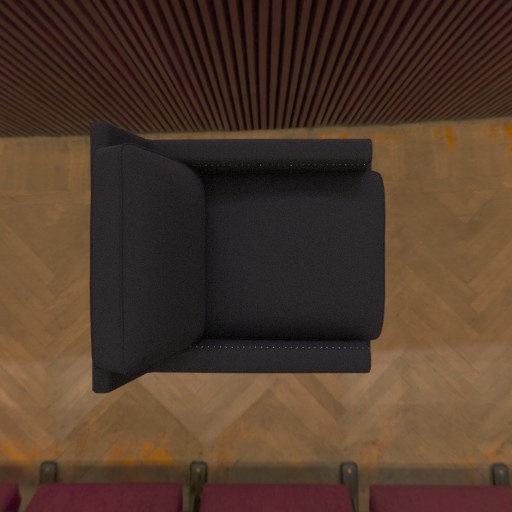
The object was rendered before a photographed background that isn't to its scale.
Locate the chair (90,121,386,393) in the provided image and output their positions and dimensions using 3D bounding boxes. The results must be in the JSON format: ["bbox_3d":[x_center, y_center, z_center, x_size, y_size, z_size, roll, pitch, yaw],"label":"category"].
[{"bbox_3d":[0.000,0.000,1.689,1.014,0.943,0.853,0,91,1],"label":"chair"}]
